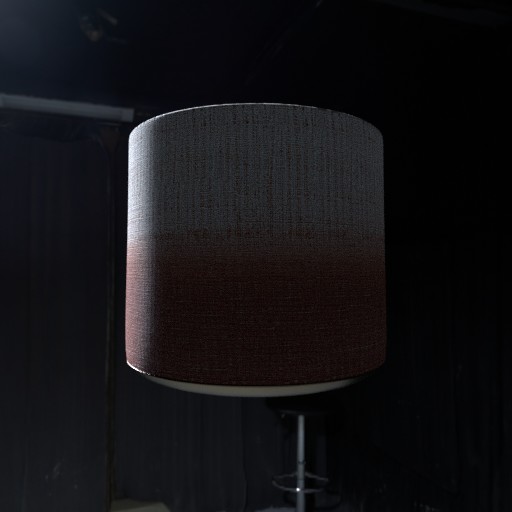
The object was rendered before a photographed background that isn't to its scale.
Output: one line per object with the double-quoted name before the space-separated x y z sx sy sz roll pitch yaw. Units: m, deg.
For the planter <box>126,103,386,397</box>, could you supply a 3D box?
"planter" 0.000 0.000 0.316 0.178 0.157 0.178 0 -1 0
